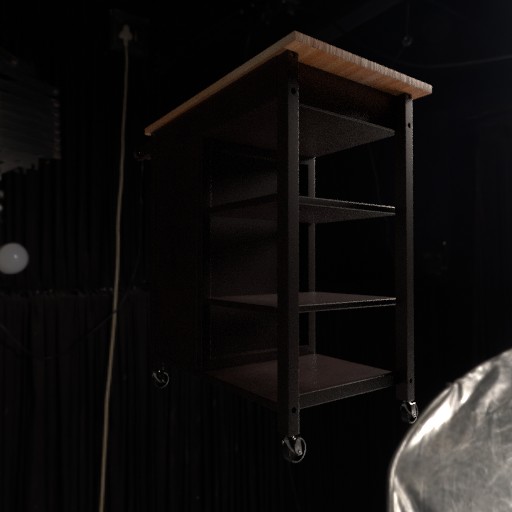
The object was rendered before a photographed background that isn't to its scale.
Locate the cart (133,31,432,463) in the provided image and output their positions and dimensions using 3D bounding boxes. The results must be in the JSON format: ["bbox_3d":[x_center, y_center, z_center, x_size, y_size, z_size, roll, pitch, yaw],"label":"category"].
[{"bbox_3d":[0.000,0.000,1.380,0.472,0.878,0.914,1,-1,-36],"label":"cart"}]
